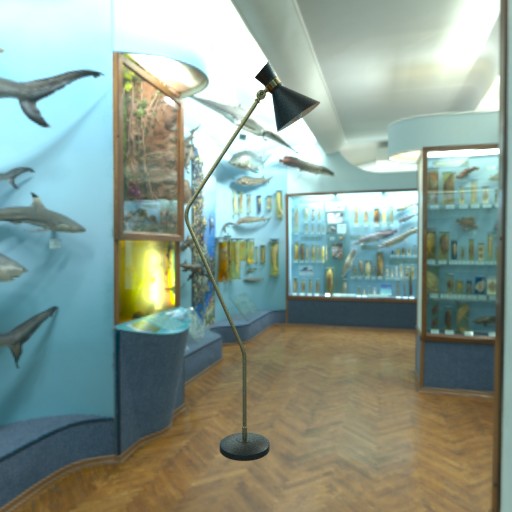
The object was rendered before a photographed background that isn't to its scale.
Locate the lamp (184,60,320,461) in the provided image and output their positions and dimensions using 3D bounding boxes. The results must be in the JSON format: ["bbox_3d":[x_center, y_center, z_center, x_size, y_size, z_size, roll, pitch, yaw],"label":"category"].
[{"bbox_3d":[0.000,0.000,1.672,0.467,1.438,0.277,0,1,18],"label":"lamp"}]
